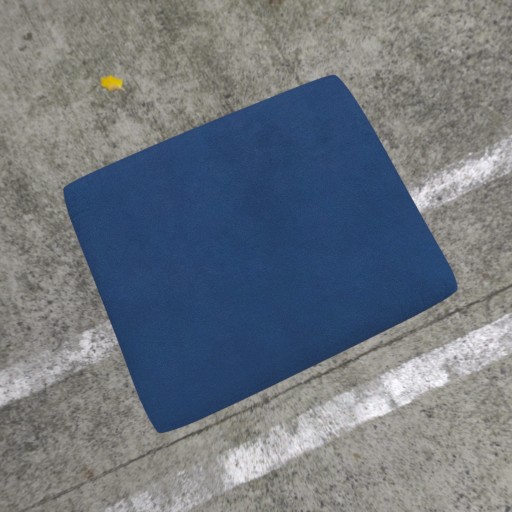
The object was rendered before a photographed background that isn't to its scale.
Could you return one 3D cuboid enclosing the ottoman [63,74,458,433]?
[{"bbox_3d":[0.000,0.000,1.213,0.794,0.485,0.655,-24,78,-5],"label":"ottoman"}]
